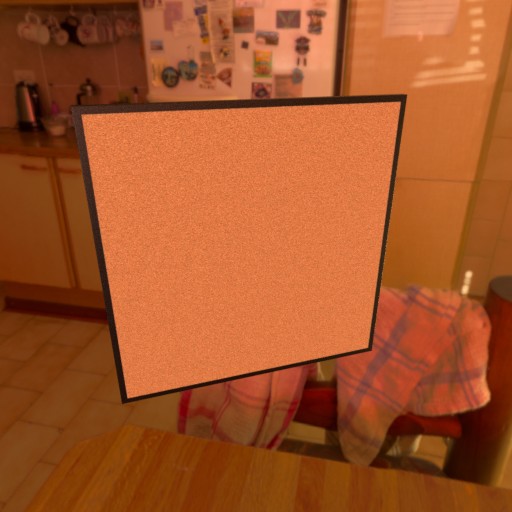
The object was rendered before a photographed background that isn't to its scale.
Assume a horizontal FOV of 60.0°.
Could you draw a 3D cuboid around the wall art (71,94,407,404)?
[{"bbox_3d":[0.000,0.000,0.684,0.457,0.458,0.012,-8,27,-16],"label":"wall art"}]
